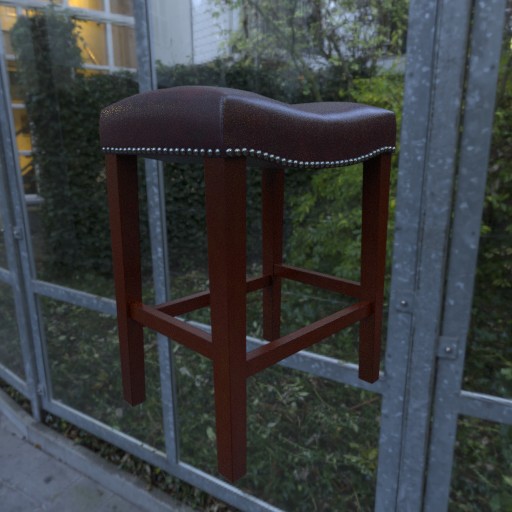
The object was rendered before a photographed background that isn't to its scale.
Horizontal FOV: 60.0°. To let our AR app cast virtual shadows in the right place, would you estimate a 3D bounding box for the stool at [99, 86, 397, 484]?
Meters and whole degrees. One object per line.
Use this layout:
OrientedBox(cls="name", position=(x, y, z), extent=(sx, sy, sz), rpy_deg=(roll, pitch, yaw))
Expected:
OrientedBox(cls="stool", position=(0.000, 0.000, 0.968), extent=(0.372, 0.657, 0.504), rpy_deg=(14, 20, 43))
